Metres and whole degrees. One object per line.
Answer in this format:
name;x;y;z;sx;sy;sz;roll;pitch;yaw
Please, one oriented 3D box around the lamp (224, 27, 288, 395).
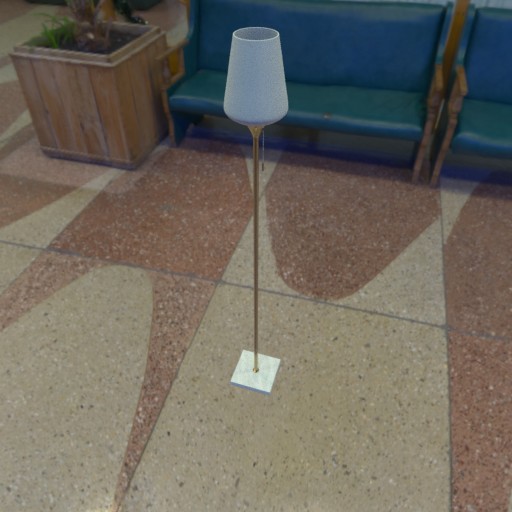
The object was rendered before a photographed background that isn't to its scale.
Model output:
lamp;0.000;0.000;1.953;0.232;1.813;0.229;12;43;13
